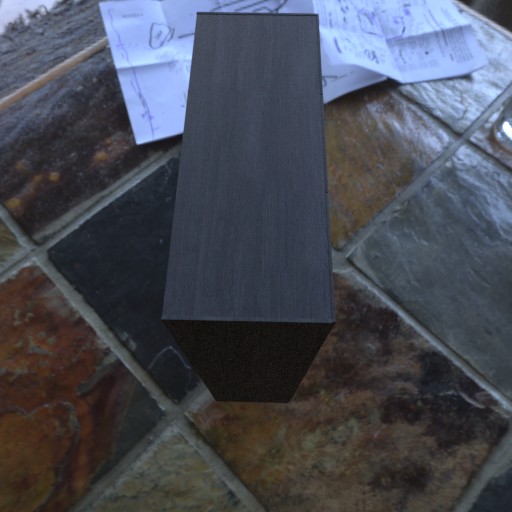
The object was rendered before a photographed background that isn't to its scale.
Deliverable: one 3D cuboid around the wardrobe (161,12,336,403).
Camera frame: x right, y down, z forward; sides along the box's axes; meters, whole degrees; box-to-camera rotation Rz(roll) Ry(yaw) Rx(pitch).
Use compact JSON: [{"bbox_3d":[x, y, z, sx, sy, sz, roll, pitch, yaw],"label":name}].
[{"bbox_3d":[0.000,0.000,2.392,0.510,1.910,1.290,1,65,1],"label":"wardrobe"}]
